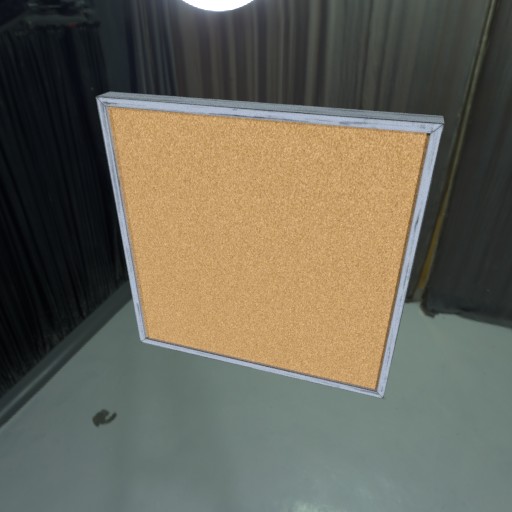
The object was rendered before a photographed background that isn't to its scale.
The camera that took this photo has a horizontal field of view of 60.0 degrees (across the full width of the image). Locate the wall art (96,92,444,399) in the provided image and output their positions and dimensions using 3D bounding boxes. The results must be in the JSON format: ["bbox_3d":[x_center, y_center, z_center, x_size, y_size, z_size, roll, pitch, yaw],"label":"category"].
[{"bbox_3d":[0.000,0.000,0.766,0.506,0.506,0.038,9,33,15],"label":"wall art"}]
